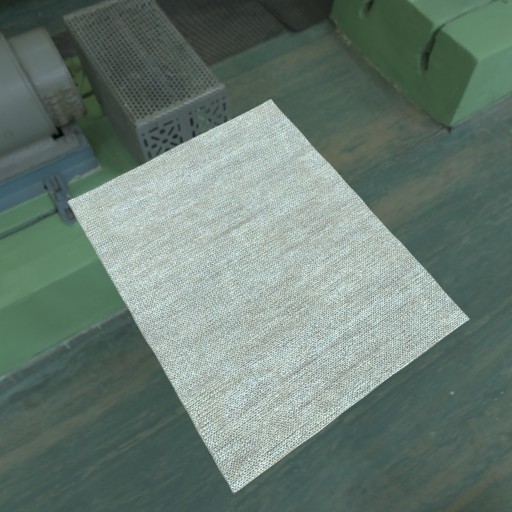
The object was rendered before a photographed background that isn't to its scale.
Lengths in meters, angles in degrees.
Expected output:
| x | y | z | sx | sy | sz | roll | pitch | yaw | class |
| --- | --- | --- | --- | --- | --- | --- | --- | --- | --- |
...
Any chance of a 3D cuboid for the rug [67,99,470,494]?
| x | y | z | sx | sy | sz | roll | pitch | yaw | class |
| --- | --- | --- | --- | --- | --- | --- | --- | --- | --- |
| 0.000 | 0.000 | 4.083 | 2.429 | 0.030 | 3.052 | -31 | 68 | -14 | rug |
